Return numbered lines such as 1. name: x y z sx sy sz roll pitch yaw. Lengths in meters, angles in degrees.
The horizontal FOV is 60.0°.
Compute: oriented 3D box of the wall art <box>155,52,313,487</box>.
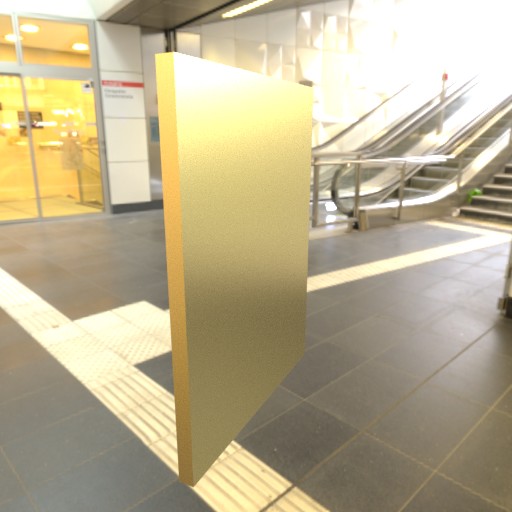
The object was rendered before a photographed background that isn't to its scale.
1. wall art: 0.000 0.000 0.750 0.025 0.569 0.444 8 17 26
